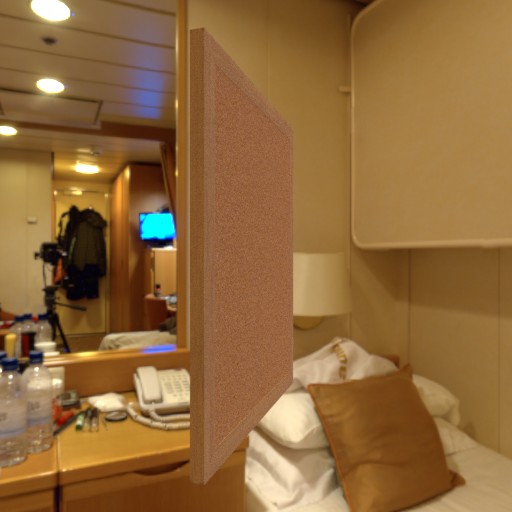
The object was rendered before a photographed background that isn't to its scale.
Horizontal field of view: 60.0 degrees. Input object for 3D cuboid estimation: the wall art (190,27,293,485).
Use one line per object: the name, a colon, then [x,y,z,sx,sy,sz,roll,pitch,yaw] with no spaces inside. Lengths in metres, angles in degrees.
wall art: [0.000,0.000,0.764,0.020,0.561,0.460,0,0,18]
